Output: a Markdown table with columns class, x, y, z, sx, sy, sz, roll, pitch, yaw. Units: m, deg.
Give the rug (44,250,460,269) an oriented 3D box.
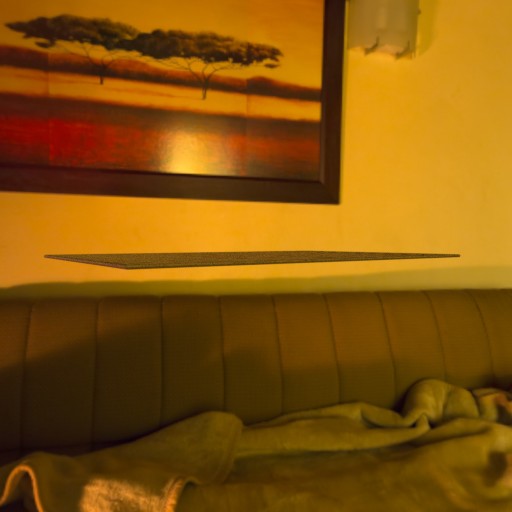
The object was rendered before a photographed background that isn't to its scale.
| class | x | y | z | sx | sy | sz | roll | pitch | yaw |
| --- | --- | --- | --- | --- | --- | --- | --- | --- | --- |
| rug | 0.000 | 0.000 | 2.333 | 1.829 | 0.016 | 1.219 | -1 | 2 | -36 |
